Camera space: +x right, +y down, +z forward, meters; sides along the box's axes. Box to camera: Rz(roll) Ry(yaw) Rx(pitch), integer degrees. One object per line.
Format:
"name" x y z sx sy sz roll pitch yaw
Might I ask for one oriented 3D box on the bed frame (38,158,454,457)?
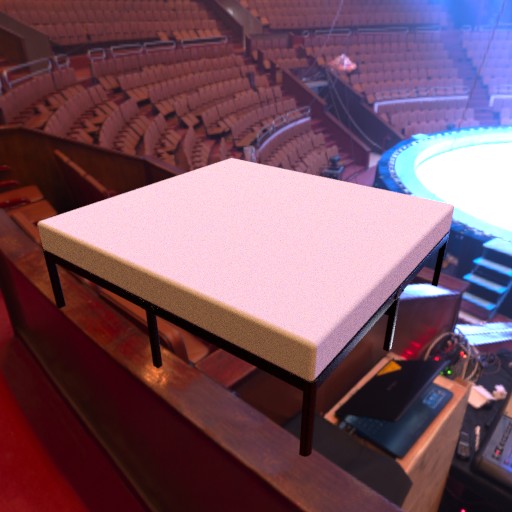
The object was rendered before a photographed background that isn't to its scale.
"bed frame" 0.000 0.000 3.129 2.079 0.659 1.963 19 33 32
